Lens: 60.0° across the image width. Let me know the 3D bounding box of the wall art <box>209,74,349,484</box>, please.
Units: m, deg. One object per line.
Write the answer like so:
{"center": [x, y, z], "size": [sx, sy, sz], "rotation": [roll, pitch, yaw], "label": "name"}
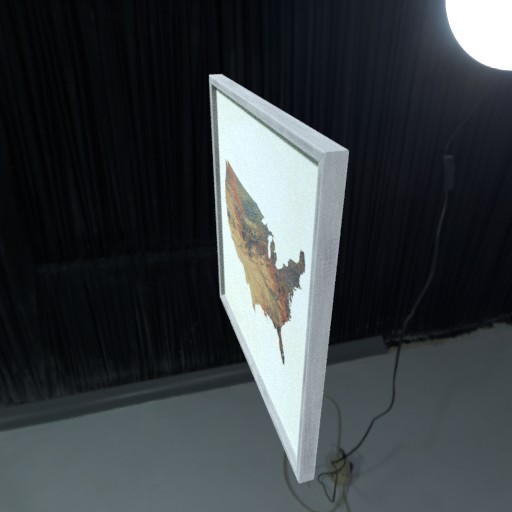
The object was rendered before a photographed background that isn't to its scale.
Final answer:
{"center": [0.000, 0.000, 0.448], "size": [0.015, 0.303, 0.303], "rotation": [-9, 31, -15], "label": "wall art"}
